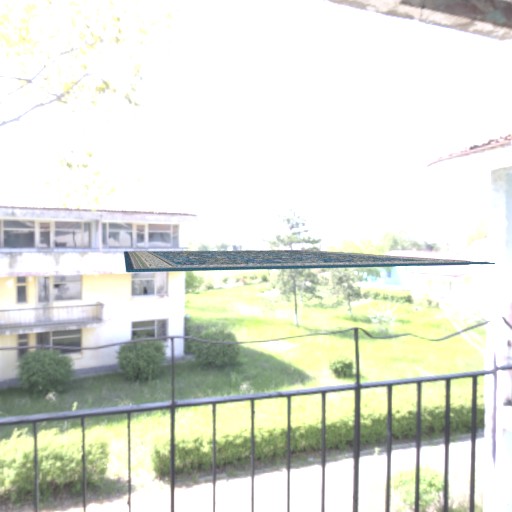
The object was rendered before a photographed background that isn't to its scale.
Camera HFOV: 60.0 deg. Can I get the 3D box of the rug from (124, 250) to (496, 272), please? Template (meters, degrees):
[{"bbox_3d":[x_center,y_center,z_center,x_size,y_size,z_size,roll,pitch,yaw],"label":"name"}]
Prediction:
[{"bbox_3d":[0.000,0.000,3.909,2.226,0.015,3.044,-1,2,-17],"label":"rug"}]
